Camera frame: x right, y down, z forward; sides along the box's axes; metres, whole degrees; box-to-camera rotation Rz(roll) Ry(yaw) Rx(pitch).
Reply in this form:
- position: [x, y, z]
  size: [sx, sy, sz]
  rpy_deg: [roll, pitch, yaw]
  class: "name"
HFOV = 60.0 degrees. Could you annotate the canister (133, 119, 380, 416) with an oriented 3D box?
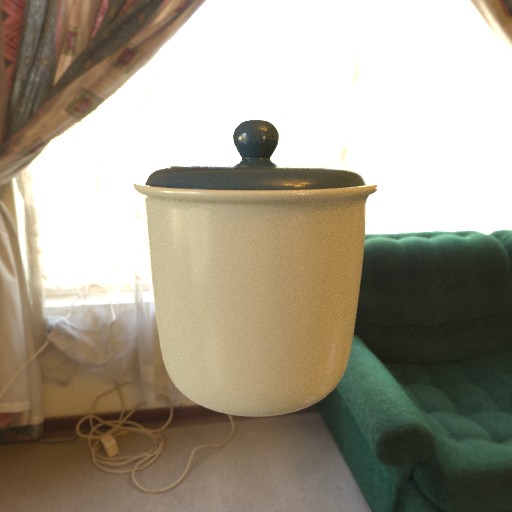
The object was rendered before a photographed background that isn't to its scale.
- position: [0.000, 0.000, 0.351]
  size: [0.182, 0.208, 0.182]
  rpy_deg: [0, 13, 0]
  class: "canister"
